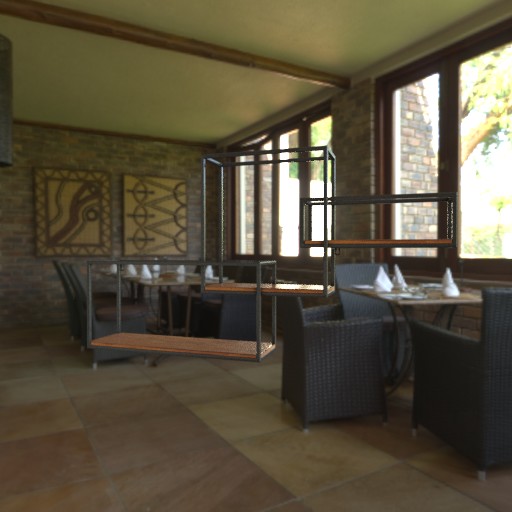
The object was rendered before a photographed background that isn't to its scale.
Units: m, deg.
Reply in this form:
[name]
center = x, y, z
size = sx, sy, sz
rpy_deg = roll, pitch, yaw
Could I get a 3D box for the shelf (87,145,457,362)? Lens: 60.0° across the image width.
[shelf]
center = 0.000, 0.000, 2.169
size = 1.781, 0.972, 0.275
rpy_deg = 0, 1, 19
